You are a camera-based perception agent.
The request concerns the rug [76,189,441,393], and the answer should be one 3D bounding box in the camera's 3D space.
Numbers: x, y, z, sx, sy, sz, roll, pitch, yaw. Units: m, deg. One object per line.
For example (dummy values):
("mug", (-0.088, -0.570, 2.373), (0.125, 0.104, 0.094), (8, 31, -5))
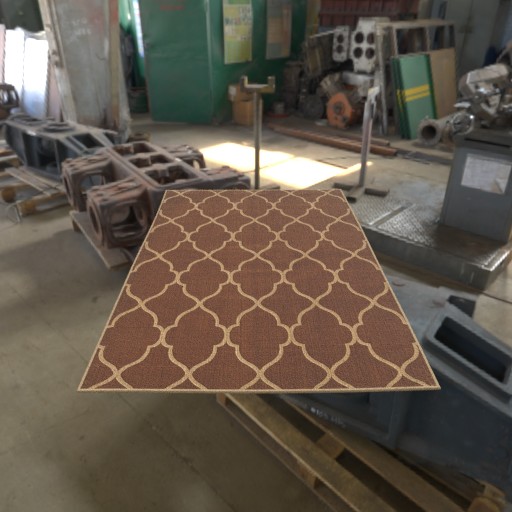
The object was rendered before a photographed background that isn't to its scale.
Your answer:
("rug", (0.000, 0.000, 2.828), (1.526, 0.014, 2.290), (0, 30, -1))
